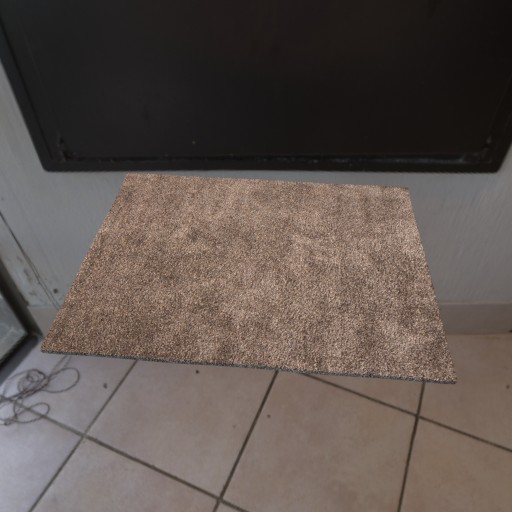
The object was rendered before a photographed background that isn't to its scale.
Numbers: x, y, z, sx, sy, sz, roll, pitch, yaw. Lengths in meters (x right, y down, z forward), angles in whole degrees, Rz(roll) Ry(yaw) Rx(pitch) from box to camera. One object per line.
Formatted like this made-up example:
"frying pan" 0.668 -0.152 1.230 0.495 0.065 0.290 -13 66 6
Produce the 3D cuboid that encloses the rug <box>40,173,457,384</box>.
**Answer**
"rug" 0.000 0.000 2.110 1.601 0.025 1.198 4 45 3
